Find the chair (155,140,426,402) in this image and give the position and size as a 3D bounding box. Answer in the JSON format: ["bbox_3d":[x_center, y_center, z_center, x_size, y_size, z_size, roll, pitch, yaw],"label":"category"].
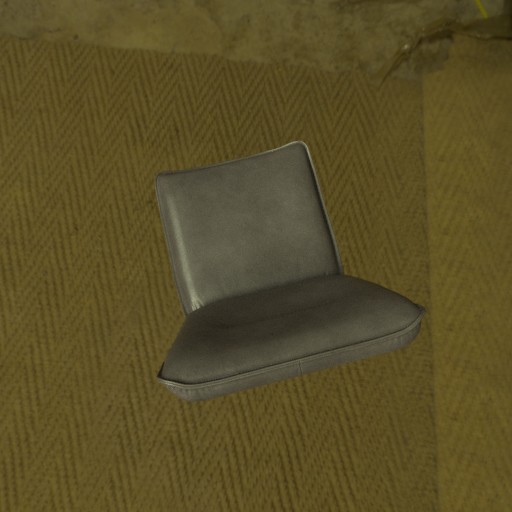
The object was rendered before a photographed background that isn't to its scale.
[{"bbox_3d":[0.000,0.000,1.311,0.515,0.932,0.688,-14,76,-3],"label":"chair"}]
